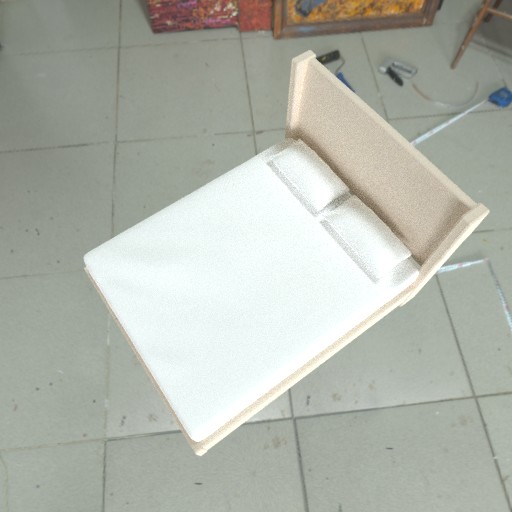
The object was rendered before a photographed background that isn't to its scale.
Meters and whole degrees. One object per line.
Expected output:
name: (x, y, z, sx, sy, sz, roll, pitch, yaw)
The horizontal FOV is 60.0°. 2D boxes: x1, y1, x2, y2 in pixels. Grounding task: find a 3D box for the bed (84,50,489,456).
bed: (0.000, 0.000, 3.403, 2.293, 1.471, 1.778, -33, 68, -15)
